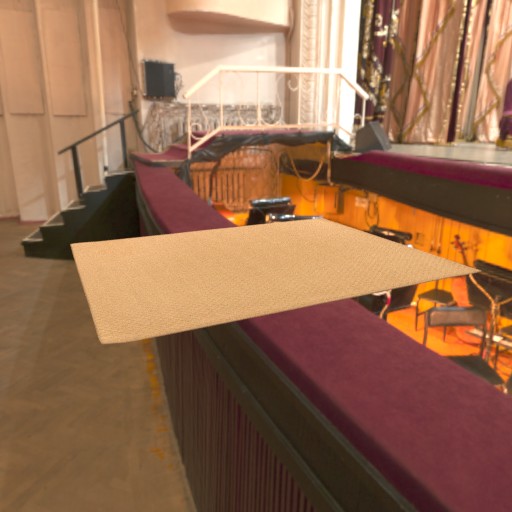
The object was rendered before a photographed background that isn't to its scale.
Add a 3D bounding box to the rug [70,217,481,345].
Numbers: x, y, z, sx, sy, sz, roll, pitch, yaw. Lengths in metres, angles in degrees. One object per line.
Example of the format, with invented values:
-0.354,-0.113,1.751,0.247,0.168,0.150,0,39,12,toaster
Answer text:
0.000,0.000,3.901,2.897,0.035,2.277,-8,18,-25,rug
